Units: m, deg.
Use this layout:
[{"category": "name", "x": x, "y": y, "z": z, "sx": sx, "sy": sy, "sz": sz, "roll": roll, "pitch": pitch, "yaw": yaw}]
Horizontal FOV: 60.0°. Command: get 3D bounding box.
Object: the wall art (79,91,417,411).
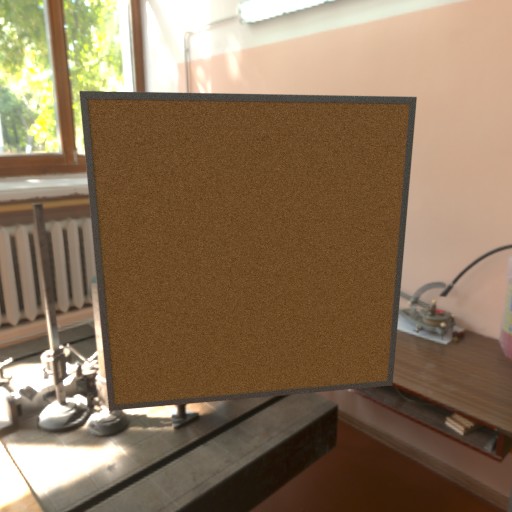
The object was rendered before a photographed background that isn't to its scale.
[{"category": "wall art", "x": 0.000, "y": 0.000, "z": 0.509, "sx": 0.349, "sy": 0.349, "sz": 0.028, "roll": -2, "pitch": 14, "yaw": -9}]
